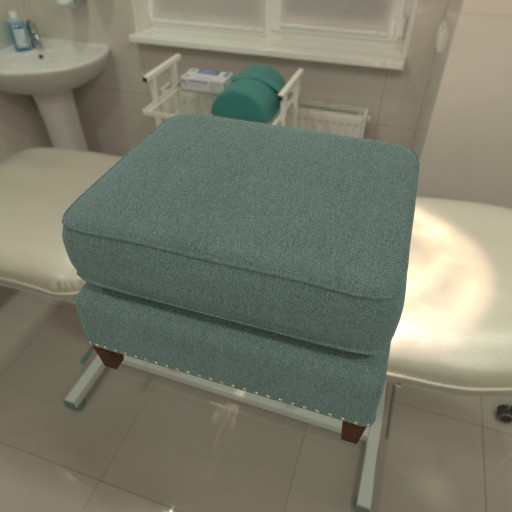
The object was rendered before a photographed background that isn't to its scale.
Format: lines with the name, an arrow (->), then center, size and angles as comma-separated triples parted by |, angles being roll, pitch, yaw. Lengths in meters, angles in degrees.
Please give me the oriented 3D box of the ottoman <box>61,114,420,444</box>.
ottoman -> 0.000, 0.000, 1.151 | 0.738, 0.537, 0.589 | 13, 43, 14
